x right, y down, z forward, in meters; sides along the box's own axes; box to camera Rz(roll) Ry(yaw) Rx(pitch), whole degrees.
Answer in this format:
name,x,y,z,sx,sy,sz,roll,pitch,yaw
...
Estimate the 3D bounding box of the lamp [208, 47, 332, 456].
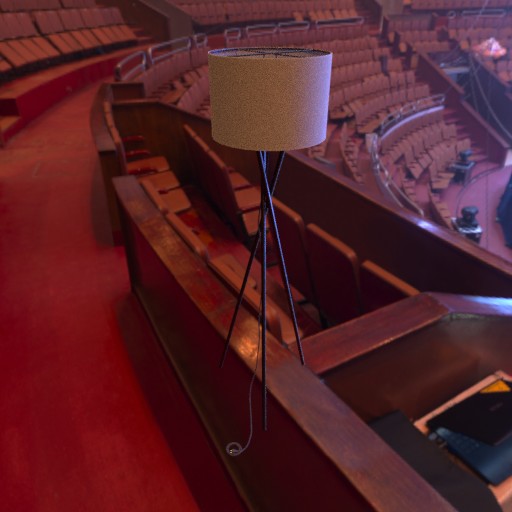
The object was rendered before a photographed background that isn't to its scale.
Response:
name,x,y,z,sx,sy,sz,roll,pitch,yaw
lamp,0.000,0.000,1.936,0.667,1.624,0.522,-21,35,-32
